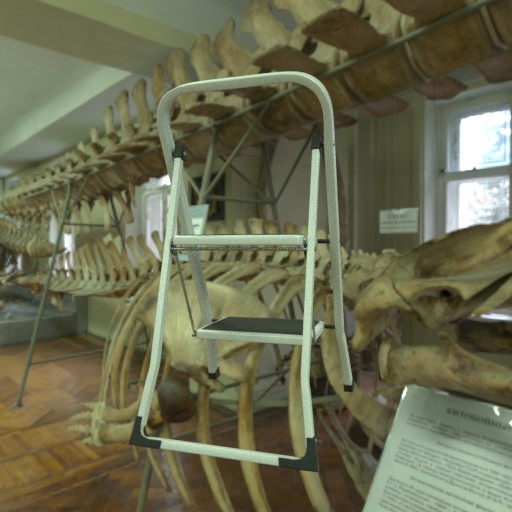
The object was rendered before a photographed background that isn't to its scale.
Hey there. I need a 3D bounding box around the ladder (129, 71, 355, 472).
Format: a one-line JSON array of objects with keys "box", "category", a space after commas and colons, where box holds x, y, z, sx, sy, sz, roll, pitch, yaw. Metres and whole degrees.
[{"box": [0.000, 0.000, 1.141, 0.460, 0.810, 0.544, 0, 1, 17], "category": "ladder"}]
